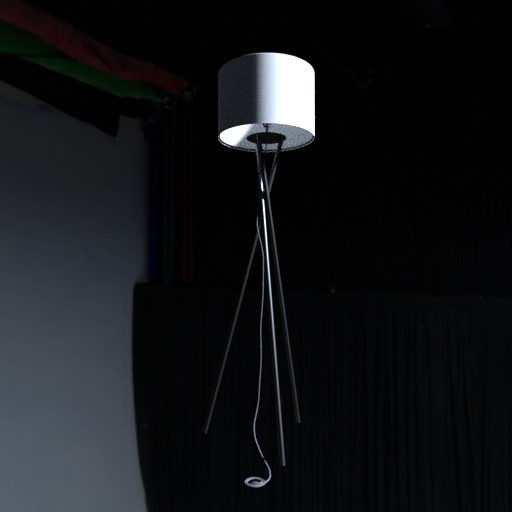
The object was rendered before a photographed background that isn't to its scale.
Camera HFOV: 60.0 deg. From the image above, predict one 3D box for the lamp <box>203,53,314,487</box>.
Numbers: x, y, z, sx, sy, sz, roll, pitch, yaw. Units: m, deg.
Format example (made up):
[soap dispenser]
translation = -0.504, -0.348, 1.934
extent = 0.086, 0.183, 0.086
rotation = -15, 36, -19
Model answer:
[lamp]
translation = 0.000, 0.000, 1.956
extent = 0.522, 1.624, 0.667
rotation = -2, -3, 38
